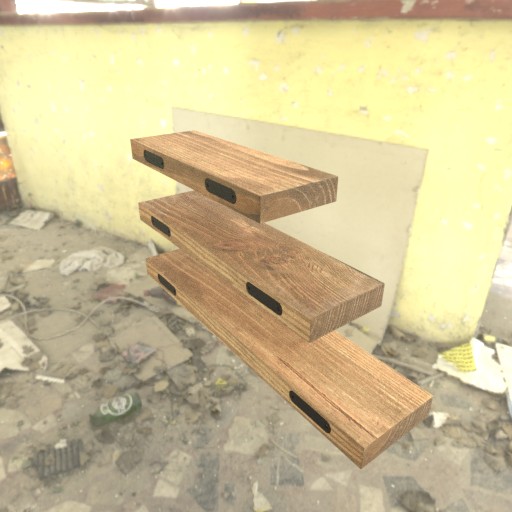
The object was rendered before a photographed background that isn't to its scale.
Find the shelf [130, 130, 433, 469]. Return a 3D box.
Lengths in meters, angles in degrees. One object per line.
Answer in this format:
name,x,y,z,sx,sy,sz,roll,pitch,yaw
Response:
shelf,0.000,0.000,0.726,0.140,0.293,0.610,-19,32,-32
